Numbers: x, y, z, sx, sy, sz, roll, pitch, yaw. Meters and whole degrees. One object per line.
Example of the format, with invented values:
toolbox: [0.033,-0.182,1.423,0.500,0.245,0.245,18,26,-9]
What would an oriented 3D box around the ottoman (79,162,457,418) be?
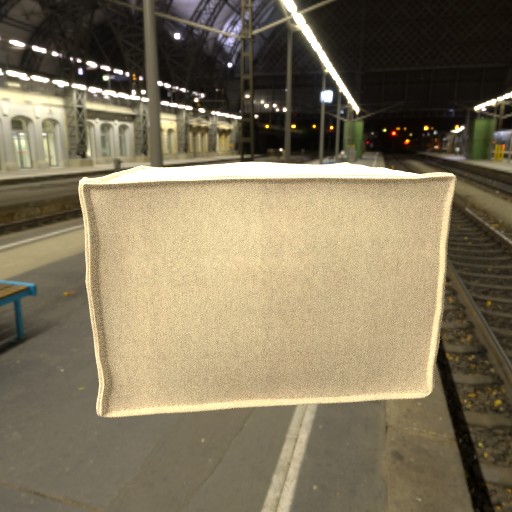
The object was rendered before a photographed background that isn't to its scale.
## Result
ottoman: [0.000,0.000,1.137,0.707,0.470,0.696,-1,14,-6]
